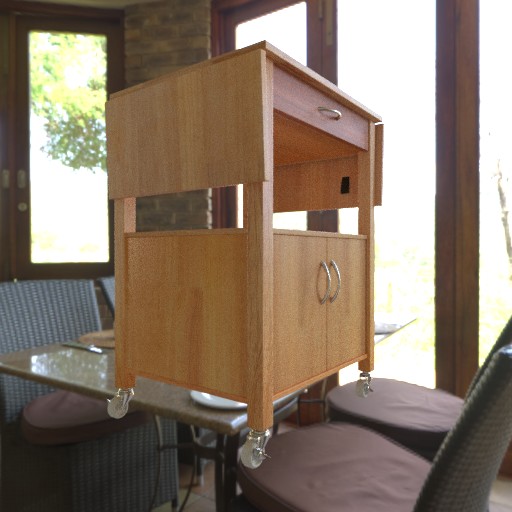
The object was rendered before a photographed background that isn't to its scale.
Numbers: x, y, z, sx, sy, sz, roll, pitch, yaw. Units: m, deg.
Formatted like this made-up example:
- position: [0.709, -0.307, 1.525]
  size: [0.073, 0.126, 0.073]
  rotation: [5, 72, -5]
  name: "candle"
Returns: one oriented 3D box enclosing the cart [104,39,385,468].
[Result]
- position: [0.000, 0.000, 1.247]
  size: [0.508, 0.838, 0.640]
  rotation: [0, 1, 37]
  name: "cart"
